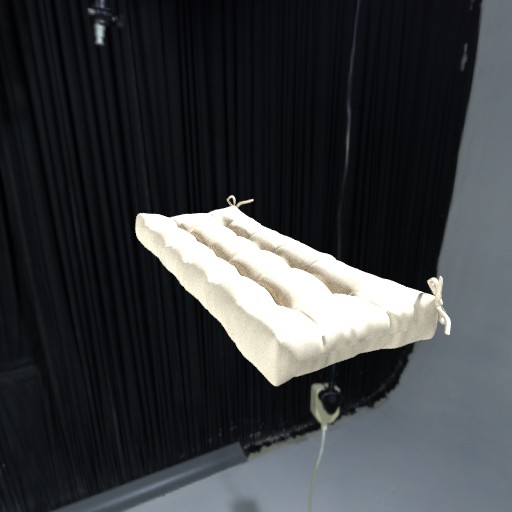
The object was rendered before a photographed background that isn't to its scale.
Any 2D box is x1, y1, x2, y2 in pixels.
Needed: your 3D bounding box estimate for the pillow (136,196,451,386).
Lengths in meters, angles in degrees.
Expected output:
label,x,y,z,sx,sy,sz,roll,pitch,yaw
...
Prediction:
label,x,y,z,sx,sy,sz,roll,pitch,yaw
pillow,0.000,0.000,1.382,0.511,0.174,1.194,-9,20,-26
